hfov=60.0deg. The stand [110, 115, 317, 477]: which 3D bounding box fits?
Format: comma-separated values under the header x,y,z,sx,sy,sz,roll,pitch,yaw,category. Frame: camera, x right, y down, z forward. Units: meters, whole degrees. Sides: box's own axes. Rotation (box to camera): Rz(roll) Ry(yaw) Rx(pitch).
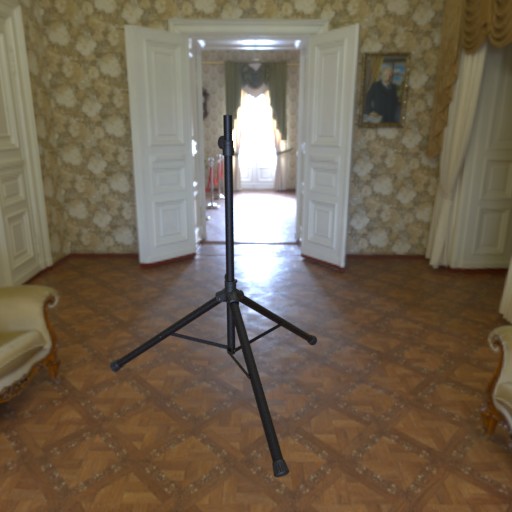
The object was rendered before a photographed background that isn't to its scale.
x,y,z,sx,sy,sz,roll,pitch,yaw,category
0.000,0.000,1.890,1.045,1.136,0.907,14,20,42,stand
